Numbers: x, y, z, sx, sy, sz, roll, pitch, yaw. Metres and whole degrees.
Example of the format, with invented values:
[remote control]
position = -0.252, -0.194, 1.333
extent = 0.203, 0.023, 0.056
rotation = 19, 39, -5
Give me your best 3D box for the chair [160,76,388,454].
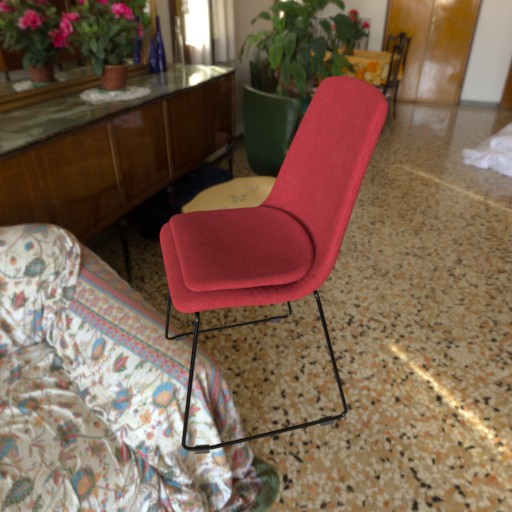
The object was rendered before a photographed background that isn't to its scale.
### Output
[chair]
position = 0.000, 0.000, 1.173
extent = 0.518, 0.858, 0.479
rotation = -8, 32, -13
